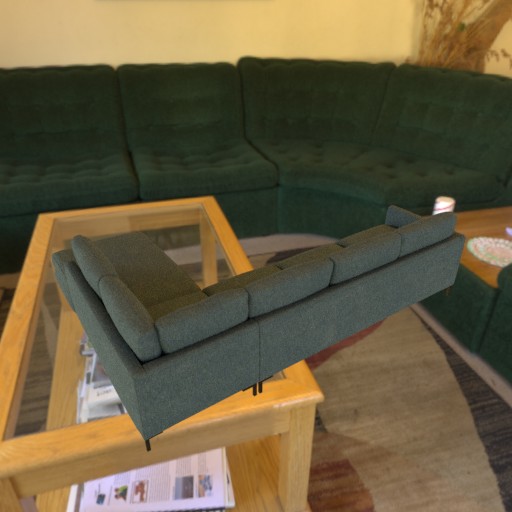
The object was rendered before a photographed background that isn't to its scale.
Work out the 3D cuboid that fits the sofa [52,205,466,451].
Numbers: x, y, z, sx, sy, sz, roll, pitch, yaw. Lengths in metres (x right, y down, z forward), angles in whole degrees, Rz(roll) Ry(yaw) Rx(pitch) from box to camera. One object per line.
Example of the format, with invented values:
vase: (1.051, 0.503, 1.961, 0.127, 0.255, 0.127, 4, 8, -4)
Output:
sofa: (0.000, 0.000, 3.803, 2.949, 0.815, 2.007, -19, 35, -29)
